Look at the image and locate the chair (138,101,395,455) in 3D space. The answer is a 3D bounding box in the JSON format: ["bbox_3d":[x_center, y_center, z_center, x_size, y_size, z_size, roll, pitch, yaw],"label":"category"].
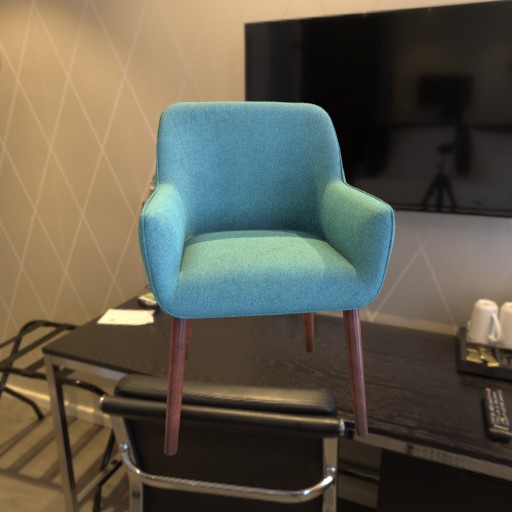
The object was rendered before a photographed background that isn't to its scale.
[{"bbox_3d":[0.000,0.000,1.181,0.543,0.803,0.519,-2,16,-8],"label":"chair"}]
